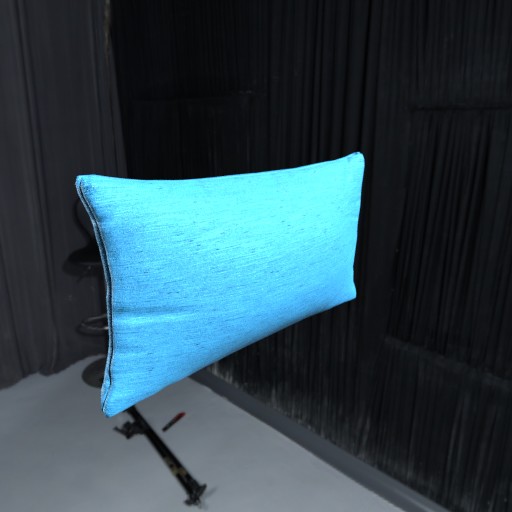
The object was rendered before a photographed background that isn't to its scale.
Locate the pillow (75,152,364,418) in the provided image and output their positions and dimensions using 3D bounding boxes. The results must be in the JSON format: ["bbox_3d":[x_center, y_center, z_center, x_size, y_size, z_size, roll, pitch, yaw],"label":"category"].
[{"bbox_3d":[0.000,0.000,0.798,0.210,0.338,0.633,16,23,42],"label":"pillow"}]
